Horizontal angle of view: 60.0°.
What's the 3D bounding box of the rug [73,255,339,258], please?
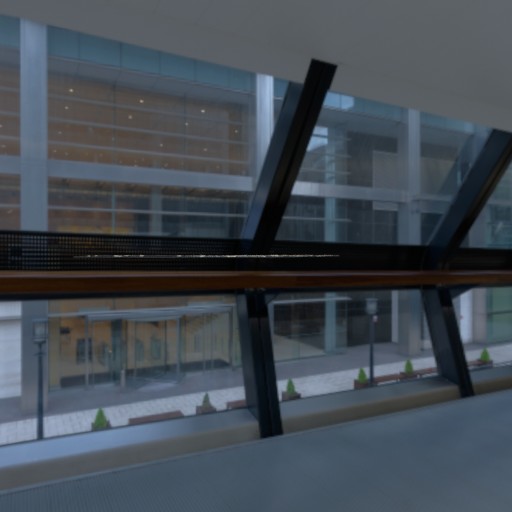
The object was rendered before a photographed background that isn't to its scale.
[{"bbox_3d":[0.000,0.000,2.830,0.807,0.010,2.476,0,0,17],"label":"rug"}]
